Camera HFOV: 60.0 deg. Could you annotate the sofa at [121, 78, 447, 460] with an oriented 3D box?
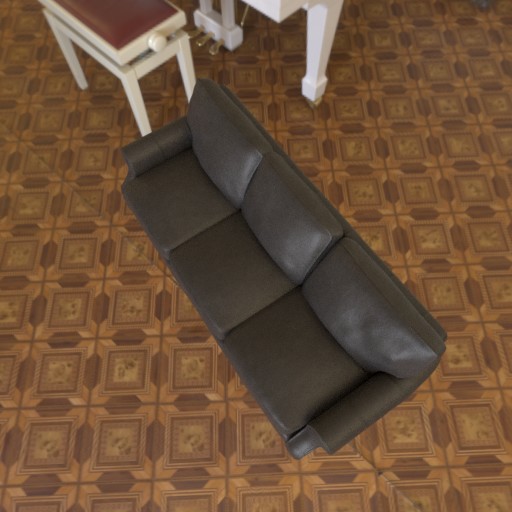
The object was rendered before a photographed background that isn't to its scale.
[{"bbox_3d":[0.000,0.000,2.842,0.974,0.977,2.387,-31,68,-14],"label":"sofa"}]
